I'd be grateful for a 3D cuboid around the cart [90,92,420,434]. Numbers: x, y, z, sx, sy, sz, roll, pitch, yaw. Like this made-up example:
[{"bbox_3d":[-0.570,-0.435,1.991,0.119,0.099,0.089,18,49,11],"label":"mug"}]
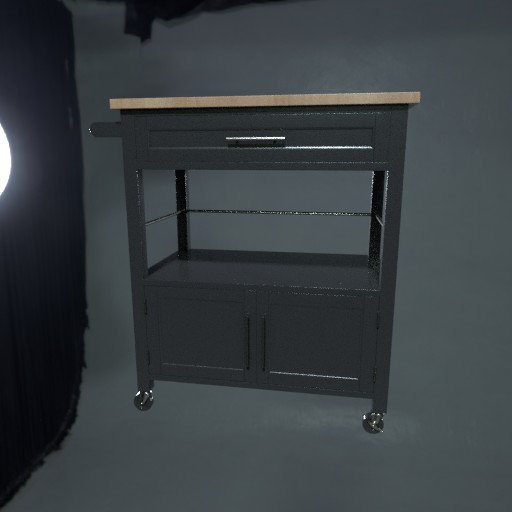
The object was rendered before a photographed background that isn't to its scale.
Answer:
[{"bbox_3d":[0.000,0.000,1.399,0.840,0.901,0.459,2,13,9],"label":"cart"}]
